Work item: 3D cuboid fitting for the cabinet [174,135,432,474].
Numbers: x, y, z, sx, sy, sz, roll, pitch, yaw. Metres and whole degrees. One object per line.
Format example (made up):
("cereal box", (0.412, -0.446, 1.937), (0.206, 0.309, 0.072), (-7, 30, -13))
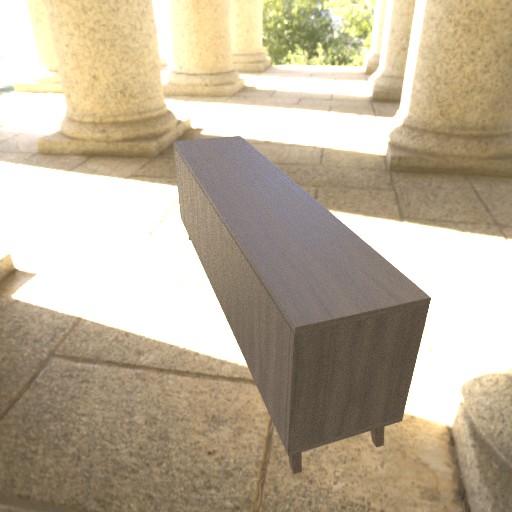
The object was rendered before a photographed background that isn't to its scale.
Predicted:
("cabinet", (0.000, 0.000, 2.510), (0.499, 0.779, 2.198), (-10, 31, -16))
